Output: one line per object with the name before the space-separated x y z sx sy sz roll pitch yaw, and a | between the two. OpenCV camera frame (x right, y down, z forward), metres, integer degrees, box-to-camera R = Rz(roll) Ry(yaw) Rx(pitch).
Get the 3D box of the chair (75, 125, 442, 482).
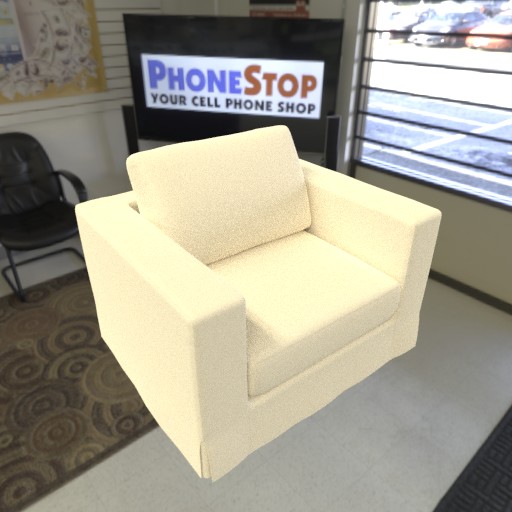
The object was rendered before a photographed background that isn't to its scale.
chair | 0.000 0.000 1.827 1.150 0.878 0.957 -21 36 -32
